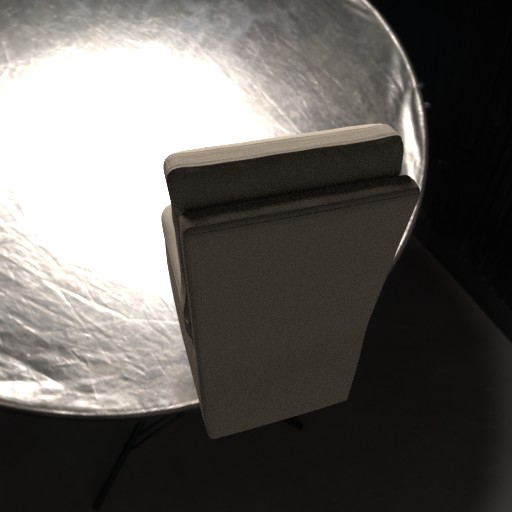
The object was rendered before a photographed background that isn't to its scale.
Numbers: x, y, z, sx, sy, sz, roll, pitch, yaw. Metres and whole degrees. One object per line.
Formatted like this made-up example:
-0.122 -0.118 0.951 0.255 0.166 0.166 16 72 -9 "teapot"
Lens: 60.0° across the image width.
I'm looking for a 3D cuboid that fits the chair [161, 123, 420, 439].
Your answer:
0.000 0.000 1.317 0.503 0.927 0.698 -11 42 -13 "chair"
